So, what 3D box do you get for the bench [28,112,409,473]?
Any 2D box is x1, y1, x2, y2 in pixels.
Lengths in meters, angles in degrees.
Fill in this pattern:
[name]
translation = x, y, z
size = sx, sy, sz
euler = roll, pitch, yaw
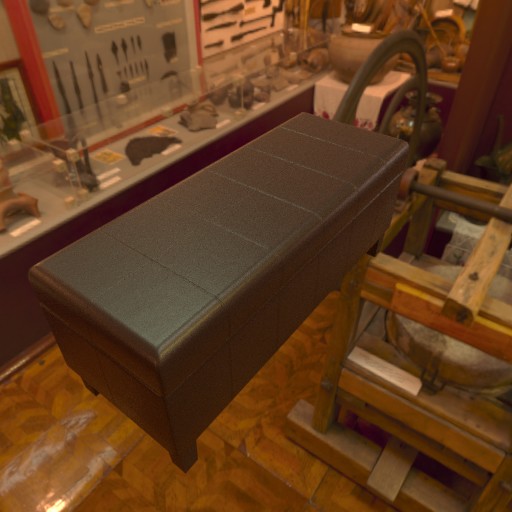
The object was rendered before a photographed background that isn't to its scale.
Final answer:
[bench]
translation = 0.000, 0.000, 1.319
size = 0.429, 0.457, 1.092
euler = 26, 46, 28
